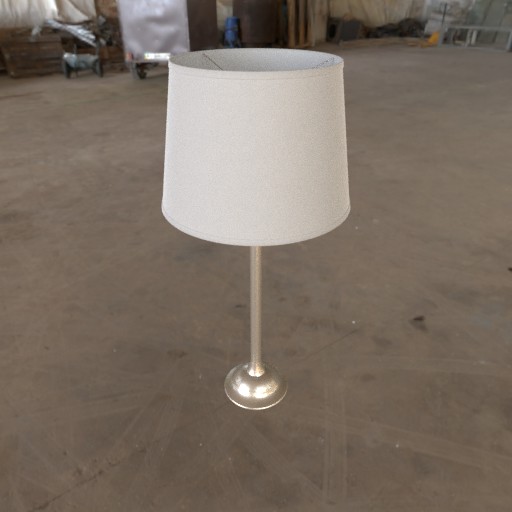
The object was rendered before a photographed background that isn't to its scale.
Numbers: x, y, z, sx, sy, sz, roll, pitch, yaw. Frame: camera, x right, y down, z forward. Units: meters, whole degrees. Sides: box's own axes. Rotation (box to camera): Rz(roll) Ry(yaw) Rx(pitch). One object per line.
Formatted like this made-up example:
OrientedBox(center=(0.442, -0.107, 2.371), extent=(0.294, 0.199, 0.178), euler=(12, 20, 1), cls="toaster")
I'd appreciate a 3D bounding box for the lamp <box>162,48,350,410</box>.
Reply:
OrientedBox(center=(0.000, 0.000, 0.850), extent=(0.331, 0.698, 0.331), euler=(0, 31, 0), cls="lamp")
